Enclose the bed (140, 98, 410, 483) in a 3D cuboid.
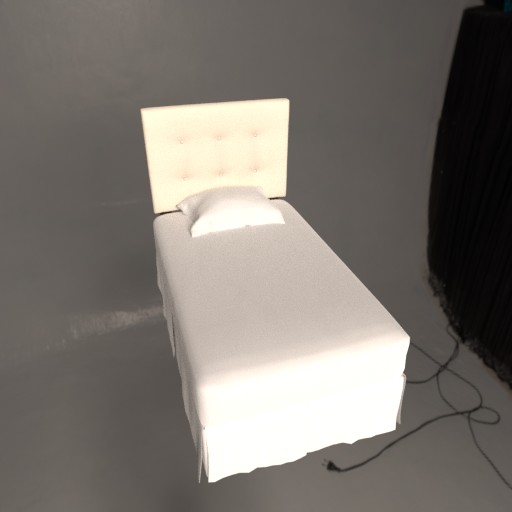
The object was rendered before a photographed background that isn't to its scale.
[{"bbox_3d":[0.000,0.000,2.946,1.261,1.571,1.997,-9,33,-15],"label":"bed"}]
